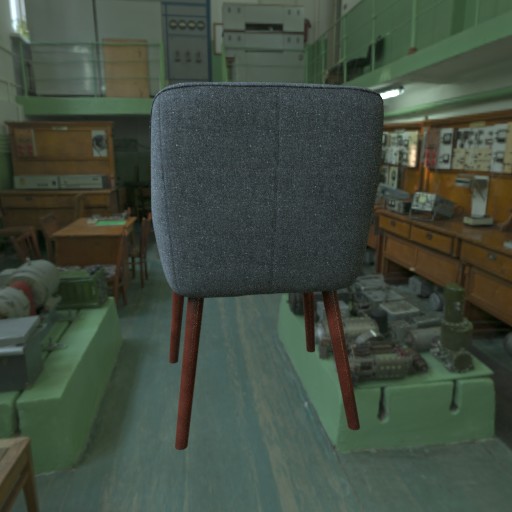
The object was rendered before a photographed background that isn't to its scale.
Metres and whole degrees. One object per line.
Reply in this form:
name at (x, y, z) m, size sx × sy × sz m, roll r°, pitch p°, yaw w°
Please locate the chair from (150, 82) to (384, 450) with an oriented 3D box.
chair at (0.000, 0.000, 1.178) m, size 0.543 × 0.803 × 0.519 m, roll -2°, pitch 14°, yaw -10°
